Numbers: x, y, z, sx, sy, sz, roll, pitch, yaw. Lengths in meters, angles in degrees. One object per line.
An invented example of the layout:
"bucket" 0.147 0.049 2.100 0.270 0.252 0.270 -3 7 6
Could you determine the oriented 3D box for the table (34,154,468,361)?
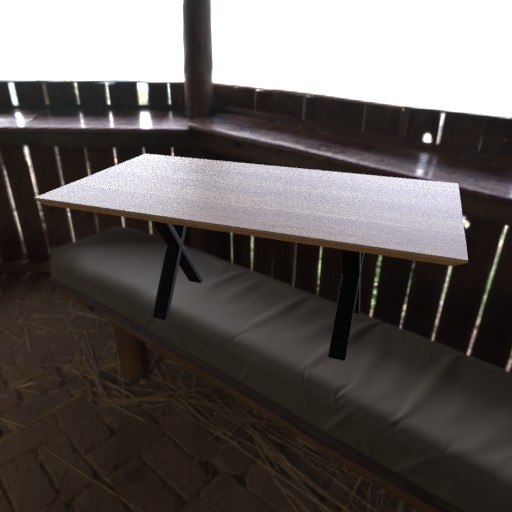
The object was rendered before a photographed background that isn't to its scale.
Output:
"table" 0.000 0.000 2.498 2.000 0.770 1.000 9 28 18
